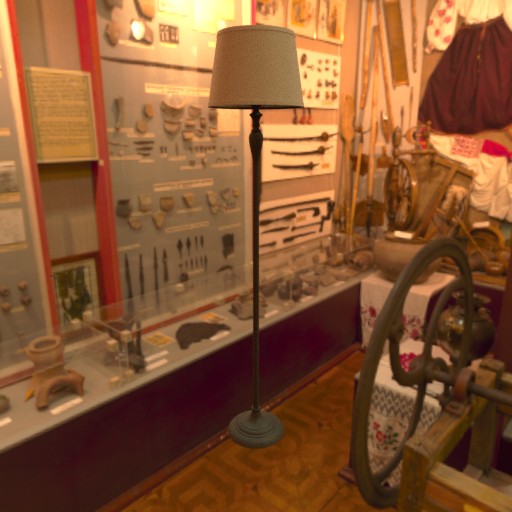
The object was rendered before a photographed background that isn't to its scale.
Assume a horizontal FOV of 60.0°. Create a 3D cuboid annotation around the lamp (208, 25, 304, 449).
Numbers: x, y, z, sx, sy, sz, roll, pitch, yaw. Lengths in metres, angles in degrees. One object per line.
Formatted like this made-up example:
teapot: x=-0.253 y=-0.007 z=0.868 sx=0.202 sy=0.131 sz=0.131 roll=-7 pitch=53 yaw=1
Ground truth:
lamp: x=0.000 y=0.000 z=1.649 sx=0.327 sy=1.506 sz=0.327 roll=15 pitch=21 yaw=42
